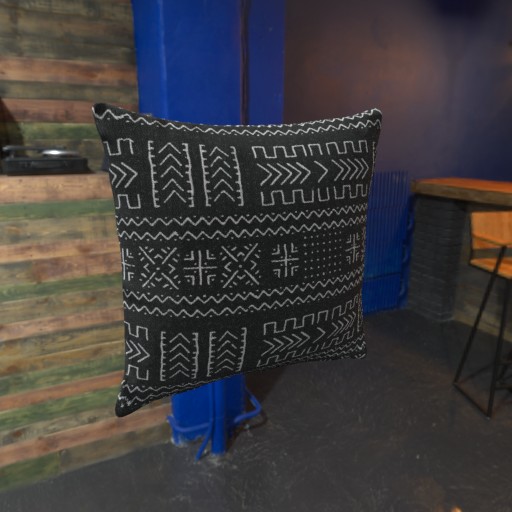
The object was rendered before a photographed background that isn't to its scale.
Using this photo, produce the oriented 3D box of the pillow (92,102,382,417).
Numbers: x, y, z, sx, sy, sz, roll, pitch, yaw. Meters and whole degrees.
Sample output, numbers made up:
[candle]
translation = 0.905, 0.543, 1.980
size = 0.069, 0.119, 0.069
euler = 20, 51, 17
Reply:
[pillow]
translation = 0.000, 0.000, 0.661
size = 0.438, 0.430, 0.164
euler = -7, 16, -24
